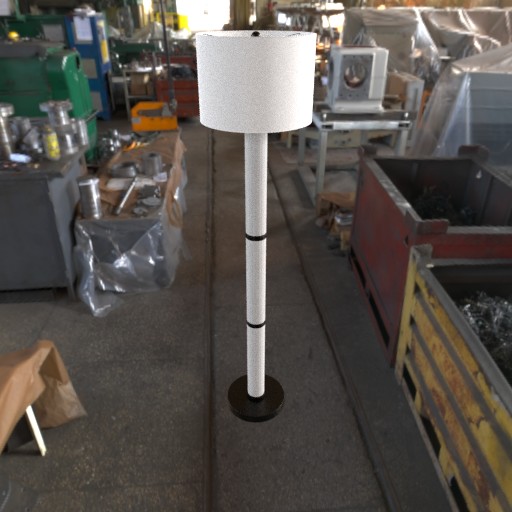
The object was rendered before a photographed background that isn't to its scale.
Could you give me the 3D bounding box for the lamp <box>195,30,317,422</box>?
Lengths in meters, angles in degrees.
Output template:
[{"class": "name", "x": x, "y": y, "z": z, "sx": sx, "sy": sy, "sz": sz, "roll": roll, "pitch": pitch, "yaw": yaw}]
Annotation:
[{"class": "lamp", "x": 0.000, "y": 0.000, "z": 1.766, "sx": 0.377, "sy": 1.599, "sz": 0.377, "roll": -21, "pitch": 36, "yaw": -33}]
